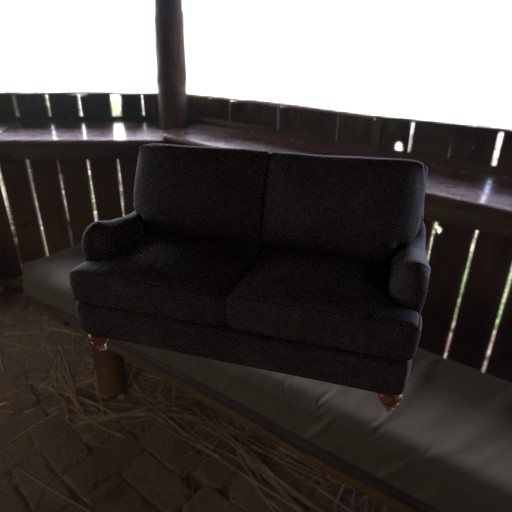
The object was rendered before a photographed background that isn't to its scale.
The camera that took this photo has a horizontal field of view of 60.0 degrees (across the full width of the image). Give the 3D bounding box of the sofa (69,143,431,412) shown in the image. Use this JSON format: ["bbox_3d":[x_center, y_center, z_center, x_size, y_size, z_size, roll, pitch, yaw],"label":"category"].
[{"bbox_3d":[0.000,0.000,2.568,1.853,1.101,1.084,7,26,16],"label":"sofa"}]
